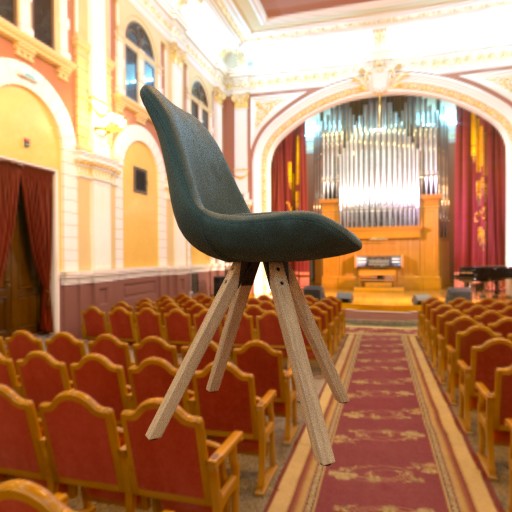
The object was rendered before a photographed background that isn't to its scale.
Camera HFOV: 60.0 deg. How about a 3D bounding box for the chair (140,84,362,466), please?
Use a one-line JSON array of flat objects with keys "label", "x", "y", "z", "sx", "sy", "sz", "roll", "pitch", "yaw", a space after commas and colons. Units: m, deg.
[{"label": "chair", "x": 0.000, "y": 0.000, "z": 1.175, "sx": 0.547, "sy": 0.865, "sz": 0.483, "roll": 0, "pitch": 0, "yaw": 16}]
